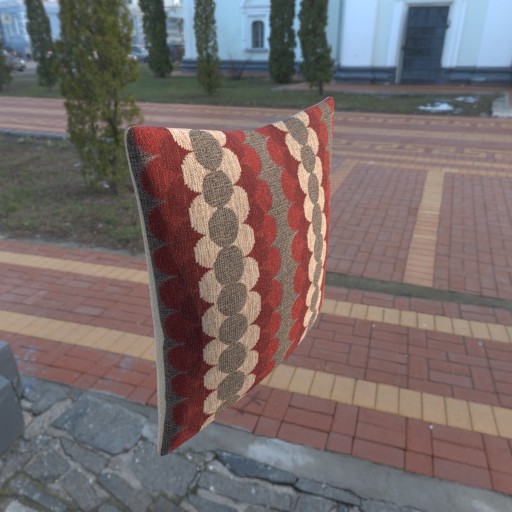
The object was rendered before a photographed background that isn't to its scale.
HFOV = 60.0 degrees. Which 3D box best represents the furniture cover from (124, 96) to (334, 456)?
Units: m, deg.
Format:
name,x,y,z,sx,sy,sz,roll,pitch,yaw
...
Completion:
name,x,y,z,sx,sy,sz,roll,pitch,yaw
furniture cover,0.000,0.000,0.650,0.145,0.420,0.435,17,30,31
